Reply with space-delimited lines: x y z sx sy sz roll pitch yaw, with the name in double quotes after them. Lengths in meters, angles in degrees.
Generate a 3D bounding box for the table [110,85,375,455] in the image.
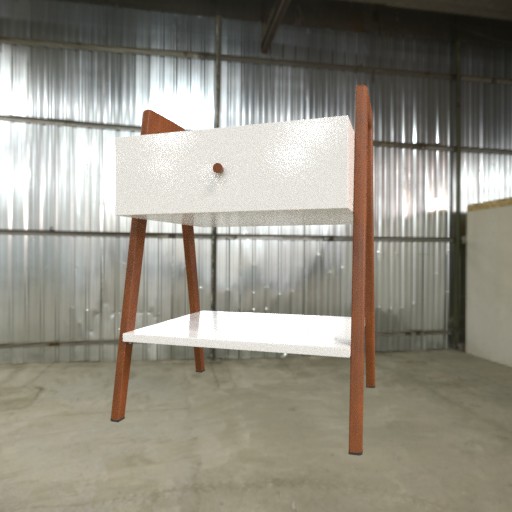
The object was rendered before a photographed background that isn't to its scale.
0.000 0.000 0.915 0.457 0.610 0.405 0 0 18 "table"
